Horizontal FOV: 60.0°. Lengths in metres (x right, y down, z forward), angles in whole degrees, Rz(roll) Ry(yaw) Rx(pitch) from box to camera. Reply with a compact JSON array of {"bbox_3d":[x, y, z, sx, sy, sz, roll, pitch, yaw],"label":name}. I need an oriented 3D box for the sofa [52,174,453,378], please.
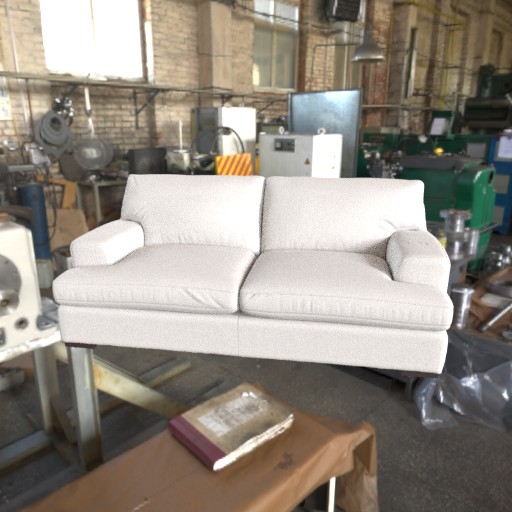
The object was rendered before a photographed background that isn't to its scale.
[{"bbox_3d":[0.000,0.000,2.842,2.261,0.940,1.143,3,16,9],"label":"sofa"}]
